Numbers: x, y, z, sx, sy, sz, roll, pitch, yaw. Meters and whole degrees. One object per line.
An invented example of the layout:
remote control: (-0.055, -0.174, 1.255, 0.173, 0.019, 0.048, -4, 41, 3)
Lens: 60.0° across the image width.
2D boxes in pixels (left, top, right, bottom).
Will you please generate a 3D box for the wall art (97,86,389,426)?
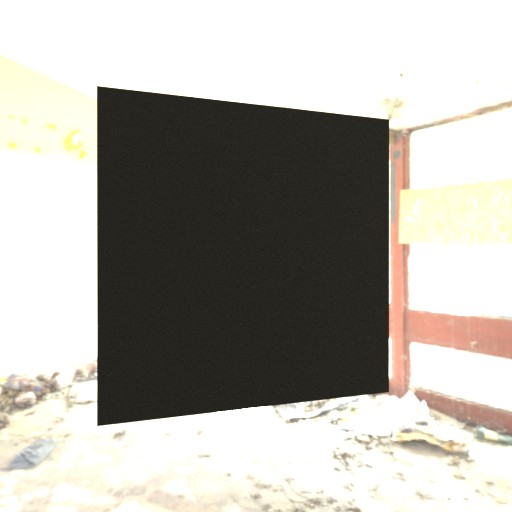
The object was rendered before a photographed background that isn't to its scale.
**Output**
wall art: (0.000, 0.000, 0.685, 0.462, 0.458, 0.030, 0, 0, -19)
